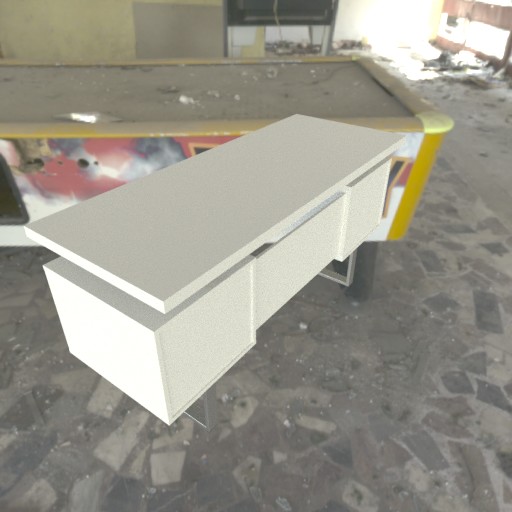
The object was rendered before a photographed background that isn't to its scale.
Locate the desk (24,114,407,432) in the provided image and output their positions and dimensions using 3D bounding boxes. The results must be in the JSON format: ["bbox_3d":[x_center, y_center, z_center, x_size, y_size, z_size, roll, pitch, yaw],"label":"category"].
[{"bbox_3d":[0.000,0.000,1.901,0.603,0.773,1.530,22,39,30],"label":"desk"}]
